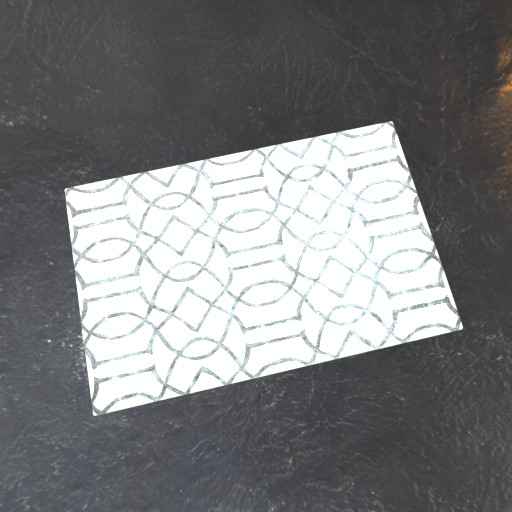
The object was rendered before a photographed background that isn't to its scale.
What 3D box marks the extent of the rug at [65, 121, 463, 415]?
[{"bbox_3d":[0.000,0.000,2.942,2.365,0.017,1.521,-12,76,-3],"label":"rug"}]
